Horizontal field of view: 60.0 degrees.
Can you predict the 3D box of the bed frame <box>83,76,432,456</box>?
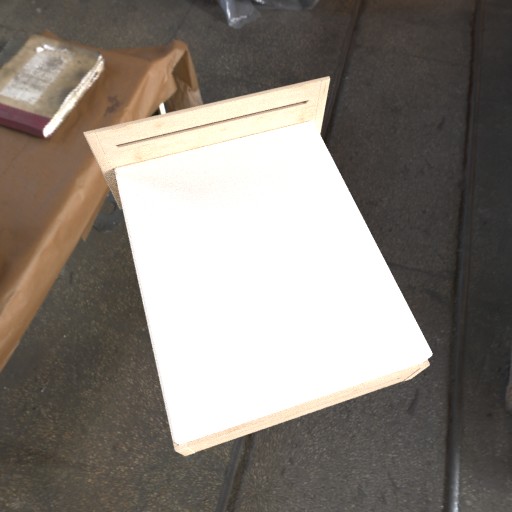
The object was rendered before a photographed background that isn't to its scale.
[{"bbox_3d":[0.000,0.000,3.076,1.800,0.900,2.080,-16,63,-8],"label":"bed frame"}]
